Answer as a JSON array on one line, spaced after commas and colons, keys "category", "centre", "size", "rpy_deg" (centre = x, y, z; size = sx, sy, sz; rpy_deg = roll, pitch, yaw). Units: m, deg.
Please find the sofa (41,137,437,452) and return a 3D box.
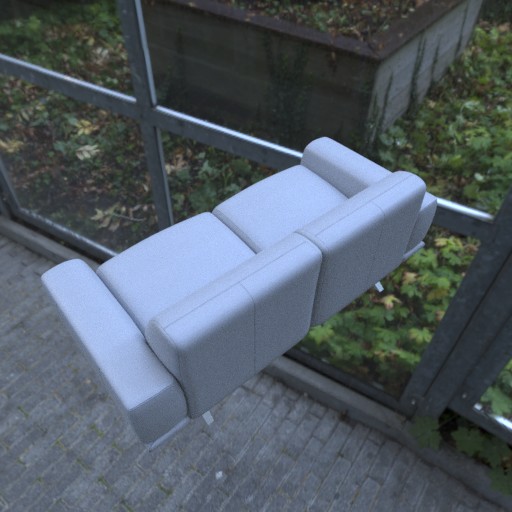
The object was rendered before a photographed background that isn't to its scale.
[{"category": "sofa", "centre": [0.000, 0.000, 2.326], "size": [1.901, 0.772, 0.900], "rpy_deg": [-31, 53, -27]}]
